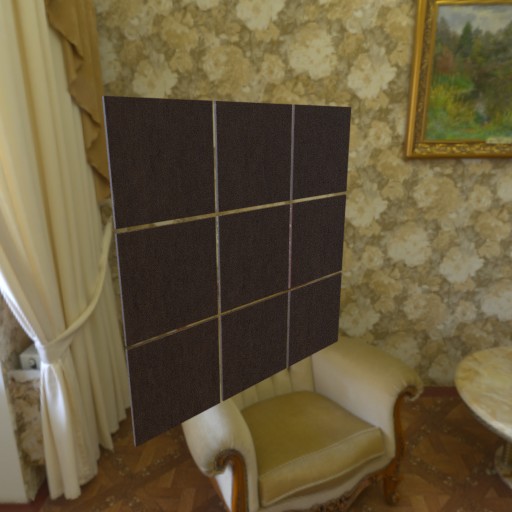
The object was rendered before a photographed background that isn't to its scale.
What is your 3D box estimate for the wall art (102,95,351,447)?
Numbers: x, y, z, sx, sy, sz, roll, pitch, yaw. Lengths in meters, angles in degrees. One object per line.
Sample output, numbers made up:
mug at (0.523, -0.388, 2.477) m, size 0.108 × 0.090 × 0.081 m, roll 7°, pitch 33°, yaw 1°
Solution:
wall art at (0.000, 0.000, 2.330) m, size 1.527 × 1.525 × 0.014 m, roll -15°, pitch 22°, yaw -41°
